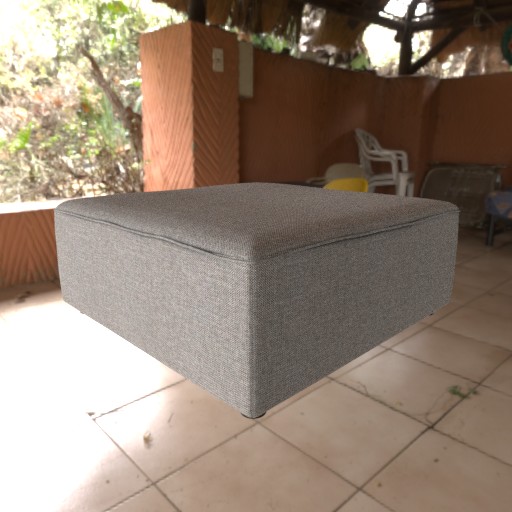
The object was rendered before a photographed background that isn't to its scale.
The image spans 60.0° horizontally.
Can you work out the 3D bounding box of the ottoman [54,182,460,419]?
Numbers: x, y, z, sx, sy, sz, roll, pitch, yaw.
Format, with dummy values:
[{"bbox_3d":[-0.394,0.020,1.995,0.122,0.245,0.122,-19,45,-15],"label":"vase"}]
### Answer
[{"bbox_3d":[0.000,0.000,1.562,1.023,0.423,1.017,-14,20,-42],"label":"ottoman"}]
